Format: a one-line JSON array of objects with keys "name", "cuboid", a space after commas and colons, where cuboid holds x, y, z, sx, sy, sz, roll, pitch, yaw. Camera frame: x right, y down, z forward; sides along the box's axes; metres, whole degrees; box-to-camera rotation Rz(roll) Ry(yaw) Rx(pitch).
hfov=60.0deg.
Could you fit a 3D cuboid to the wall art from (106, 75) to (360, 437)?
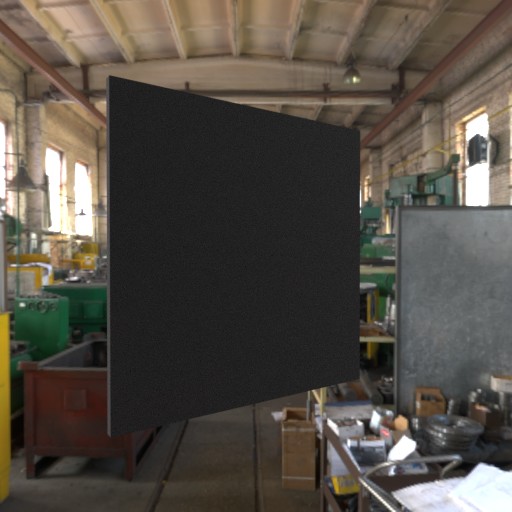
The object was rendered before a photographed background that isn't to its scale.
[{"name": "wall art", "cuboid": [0.000, 0.000, 0.694, 0.456, 0.458, 0.013, 0, 1, -34]}]
